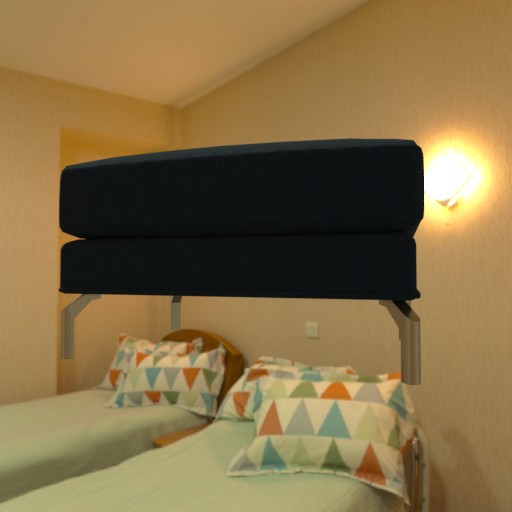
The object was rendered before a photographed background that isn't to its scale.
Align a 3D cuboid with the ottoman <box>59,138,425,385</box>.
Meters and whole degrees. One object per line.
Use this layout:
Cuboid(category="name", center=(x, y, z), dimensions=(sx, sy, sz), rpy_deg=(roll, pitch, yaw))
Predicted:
Cuboid(category="ottoman", center=(0.000, 0.000, 1.208), dimensions=(0.835, 0.498, 0.587), rpy_deg=(-1, -2, 18))
